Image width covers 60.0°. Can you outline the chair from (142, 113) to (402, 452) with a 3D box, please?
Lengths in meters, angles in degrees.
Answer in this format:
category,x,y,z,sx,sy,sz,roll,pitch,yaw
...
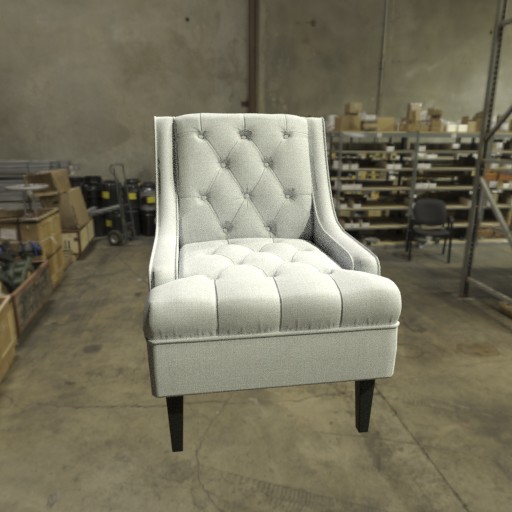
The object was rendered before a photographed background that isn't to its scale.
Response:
category,x,y,z,sx,sy,sz,roll,pitch,yaw
chair,0.000,0.000,1.405,0.658,0.891,0.772,-2,16,-8
